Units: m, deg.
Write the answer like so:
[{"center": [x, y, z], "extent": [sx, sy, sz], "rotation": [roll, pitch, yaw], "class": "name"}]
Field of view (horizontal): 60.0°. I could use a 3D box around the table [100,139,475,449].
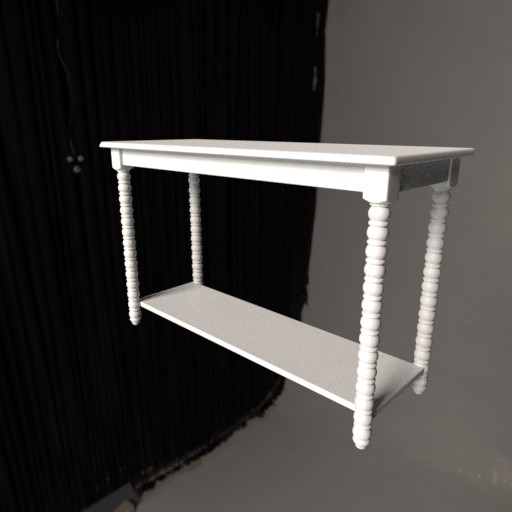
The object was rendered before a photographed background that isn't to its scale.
[{"center": [0.000, 0.000, 1.514], "extent": [1.184, 0.740, 0.459], "rotation": [15, 22, 42], "class": "table"}]
